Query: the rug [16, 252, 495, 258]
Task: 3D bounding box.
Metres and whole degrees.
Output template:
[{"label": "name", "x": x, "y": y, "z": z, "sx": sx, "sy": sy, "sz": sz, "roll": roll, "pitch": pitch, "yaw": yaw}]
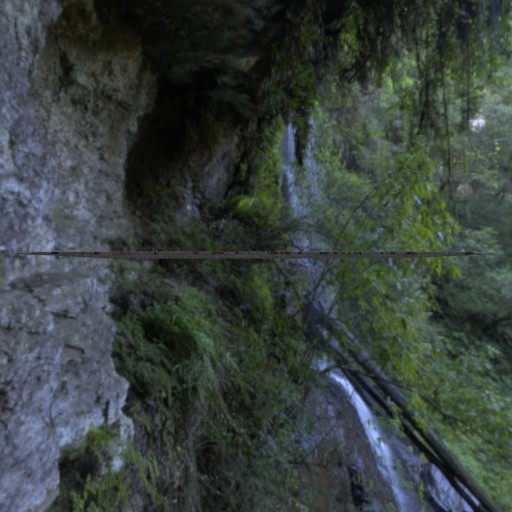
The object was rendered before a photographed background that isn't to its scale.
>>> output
[{"label": "rug", "x": 0.000, "y": 0.000, "z": 2.439, "sx": 1.997, "sy": 0.010, "sz": 1.218, "roll": 0, "pitch": -1, "yaw": 0}]
